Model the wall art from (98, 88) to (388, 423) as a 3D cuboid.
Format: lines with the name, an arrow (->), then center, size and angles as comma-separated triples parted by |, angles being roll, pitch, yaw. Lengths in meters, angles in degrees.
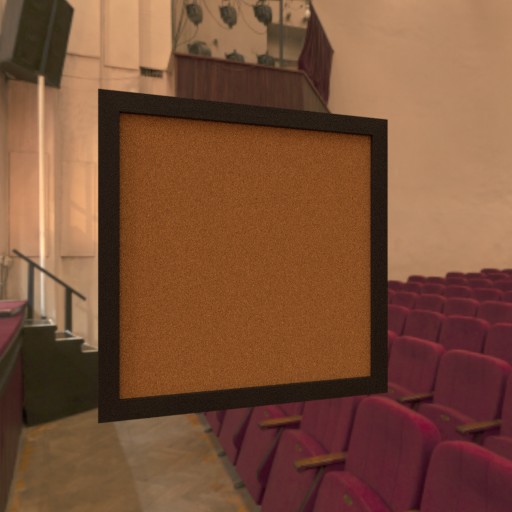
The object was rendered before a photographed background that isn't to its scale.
wall art -> 0.000, 0.000, 1.514 | 1.016, 1.016, 0.038 | 0, 0, -17
